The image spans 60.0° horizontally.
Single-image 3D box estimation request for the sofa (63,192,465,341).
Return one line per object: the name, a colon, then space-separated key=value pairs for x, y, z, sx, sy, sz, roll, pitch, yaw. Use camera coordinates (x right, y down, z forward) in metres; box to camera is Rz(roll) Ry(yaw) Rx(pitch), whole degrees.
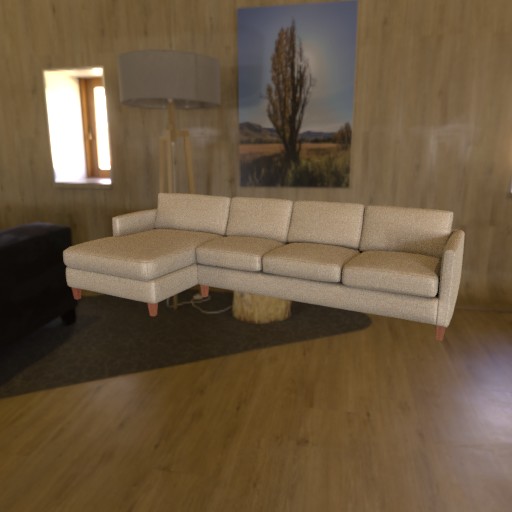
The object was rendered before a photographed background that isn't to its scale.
sofa: x=0.000 y=0.000 z=3.856 sx=3.201 sy=0.876 sz=1.502 roll=7 pitch=16 yaw=27
